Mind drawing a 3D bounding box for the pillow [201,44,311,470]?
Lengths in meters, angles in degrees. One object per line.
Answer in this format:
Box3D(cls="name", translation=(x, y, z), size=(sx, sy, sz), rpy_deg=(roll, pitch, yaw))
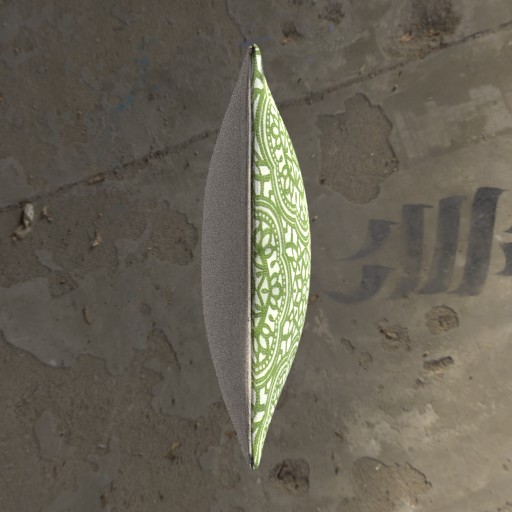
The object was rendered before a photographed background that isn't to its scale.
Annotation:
Box3D(cls="pillow", translation=(0.000, 0.000, 0.655), size=(0.162, 0.419, 0.440), rpy_deg=(0, 90, 1))
